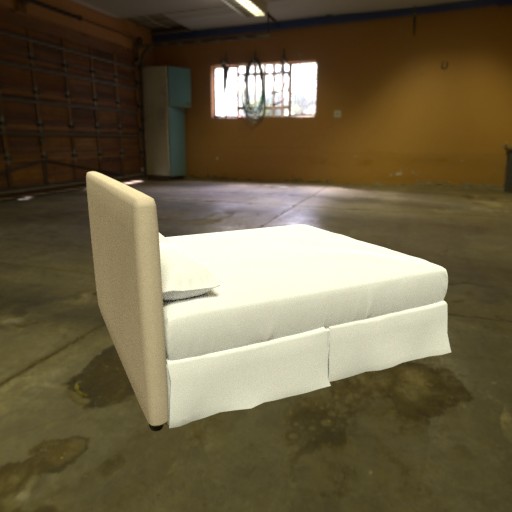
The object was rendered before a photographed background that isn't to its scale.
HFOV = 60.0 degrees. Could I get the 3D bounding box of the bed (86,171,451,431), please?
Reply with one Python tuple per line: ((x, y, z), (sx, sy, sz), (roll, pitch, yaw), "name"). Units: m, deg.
((0.000, 0.000, 3.603), (2.319, 1.317, 2.119), (-7, 16, -25), "bed")
